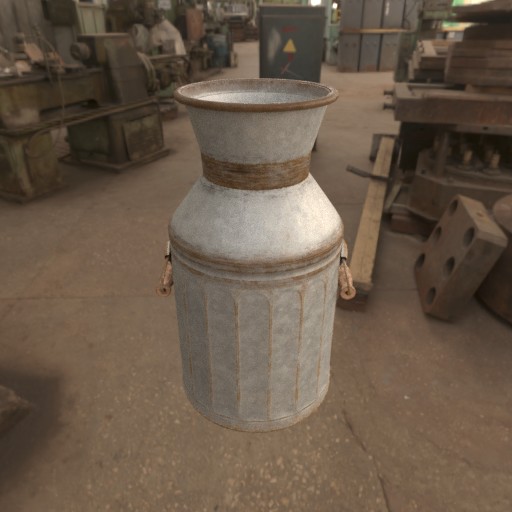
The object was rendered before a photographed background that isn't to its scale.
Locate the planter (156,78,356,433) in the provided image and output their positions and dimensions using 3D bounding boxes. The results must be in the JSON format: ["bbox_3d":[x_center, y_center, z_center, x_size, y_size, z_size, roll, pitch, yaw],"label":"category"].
[{"bbox_3d":[0.000,0.000,0.556,0.245,0.396,0.214,1,29,1],"label":"planter"}]
